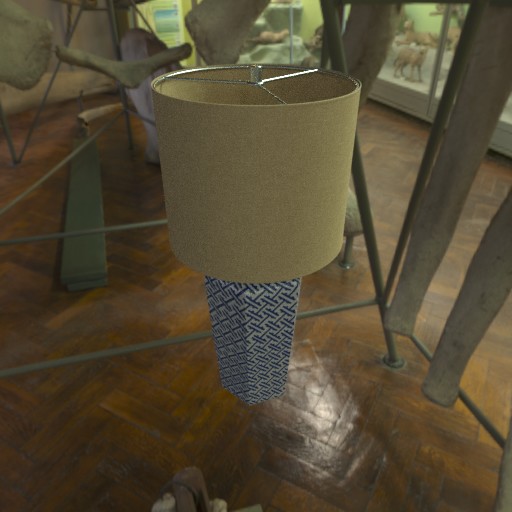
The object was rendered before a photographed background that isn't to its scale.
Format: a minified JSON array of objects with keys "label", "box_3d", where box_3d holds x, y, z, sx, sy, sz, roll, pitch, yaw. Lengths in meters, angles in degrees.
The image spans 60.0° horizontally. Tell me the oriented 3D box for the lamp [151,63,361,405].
[{"label":"lamp","box_3d":[0.000,0.000,0.856,0.320,0.682,0.320,-8,33,-13]}]
